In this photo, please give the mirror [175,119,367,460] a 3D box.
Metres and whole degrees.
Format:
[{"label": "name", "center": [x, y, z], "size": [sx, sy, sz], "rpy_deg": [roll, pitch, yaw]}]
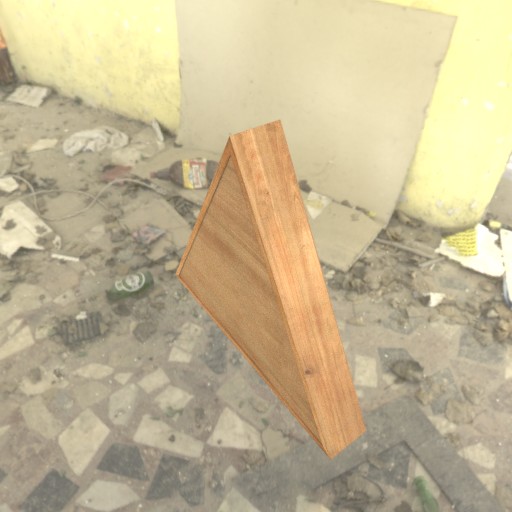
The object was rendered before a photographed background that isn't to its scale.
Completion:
[{"label": "mirror", "center": [0.000, 0.000, 0.885], "size": [0.100, 0.548, 0.631], "rpy_deg": [-26, 48, -26]}]
